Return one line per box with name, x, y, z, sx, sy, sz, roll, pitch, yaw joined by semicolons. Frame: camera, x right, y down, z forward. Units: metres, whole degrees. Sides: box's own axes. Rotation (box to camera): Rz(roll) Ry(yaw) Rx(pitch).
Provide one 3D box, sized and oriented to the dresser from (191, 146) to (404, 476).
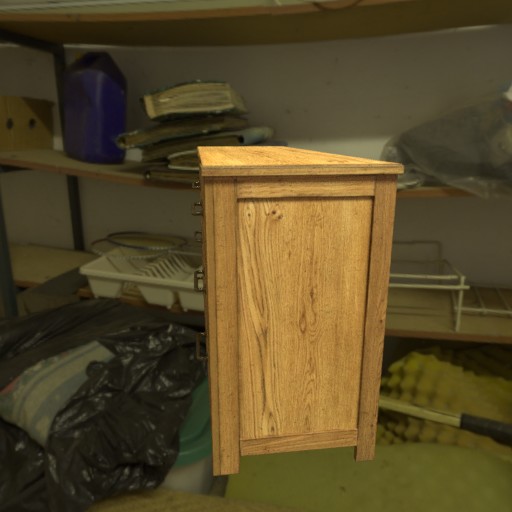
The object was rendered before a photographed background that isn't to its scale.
dresser;0.000;0.000;2.038;0.563;0.932;1.657;-2;16;-7
